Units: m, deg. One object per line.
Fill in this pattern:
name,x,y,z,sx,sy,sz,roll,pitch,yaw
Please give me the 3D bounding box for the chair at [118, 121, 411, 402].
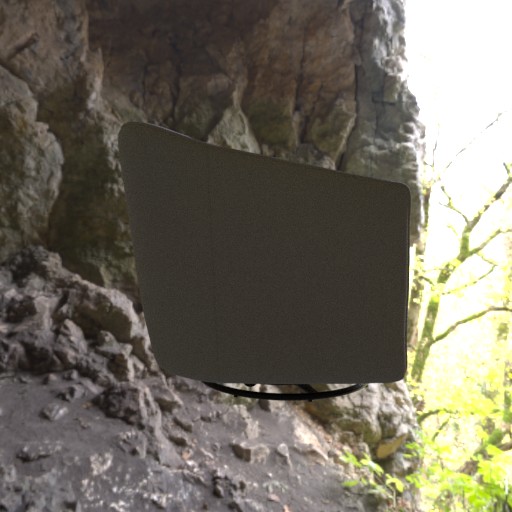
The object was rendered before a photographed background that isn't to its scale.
chair,0.000,0.000,1.491,0.875,0.799,0.747,0,0,0
